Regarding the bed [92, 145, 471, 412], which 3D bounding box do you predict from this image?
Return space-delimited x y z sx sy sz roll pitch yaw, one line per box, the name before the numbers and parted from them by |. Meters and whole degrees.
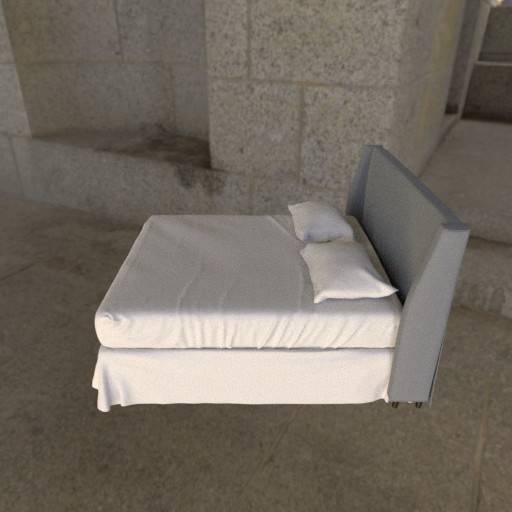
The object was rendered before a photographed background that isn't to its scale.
bed | 0.000 0.000 3.444 2.276 1.332 1.925 0 27 0
